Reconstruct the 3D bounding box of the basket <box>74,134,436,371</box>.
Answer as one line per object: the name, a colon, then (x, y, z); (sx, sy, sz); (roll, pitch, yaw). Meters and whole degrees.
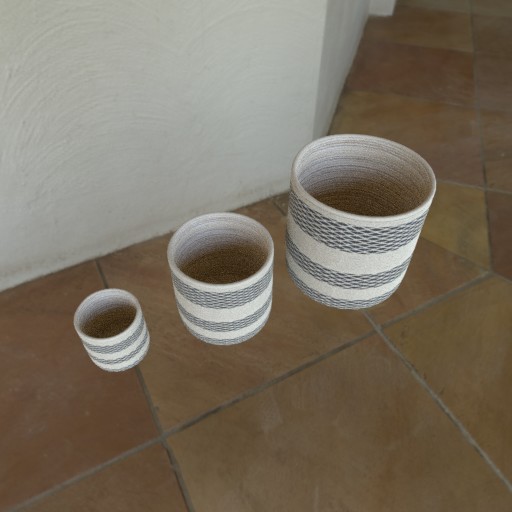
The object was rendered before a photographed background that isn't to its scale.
basket: (0.000, 0.000, 1.123); (0.917, 0.356, 0.351); (-18, 50, -16)
